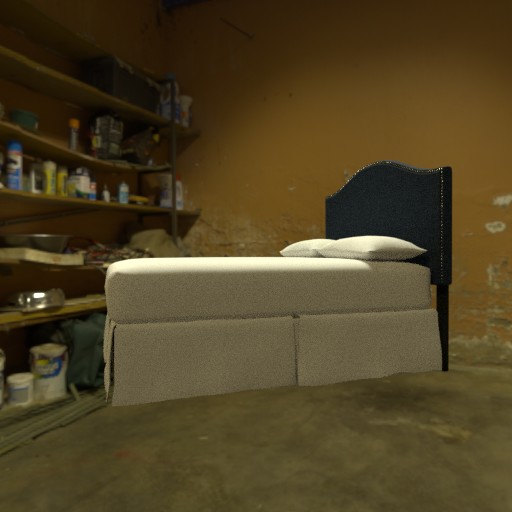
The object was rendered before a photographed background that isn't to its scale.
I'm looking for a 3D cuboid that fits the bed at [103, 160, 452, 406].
[{"bbox_3d":[0.000,0.000,3.299,2.153,1.518,1.713,0,0,-19],"label":"bed"}]
